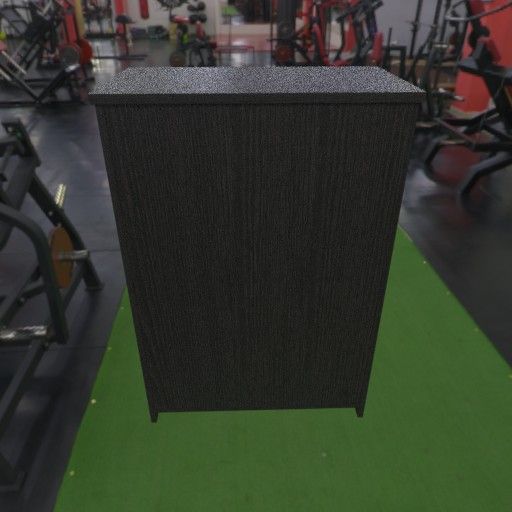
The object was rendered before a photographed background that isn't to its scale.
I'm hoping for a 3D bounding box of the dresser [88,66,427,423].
[{"bbox_3d":[0.000,0.000,1.350,0.704,1.020,0.399,-1,31,-2],"label":"dresser"}]
